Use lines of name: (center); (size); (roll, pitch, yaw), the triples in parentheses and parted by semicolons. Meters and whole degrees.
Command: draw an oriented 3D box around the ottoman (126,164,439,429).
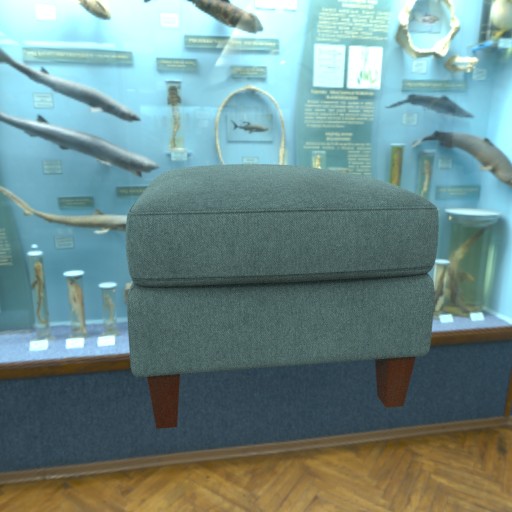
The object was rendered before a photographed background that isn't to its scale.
ottoman: (0.000, 0.000, 1.204); (0.584, 0.483, 0.864); (-2, 14, -9)
